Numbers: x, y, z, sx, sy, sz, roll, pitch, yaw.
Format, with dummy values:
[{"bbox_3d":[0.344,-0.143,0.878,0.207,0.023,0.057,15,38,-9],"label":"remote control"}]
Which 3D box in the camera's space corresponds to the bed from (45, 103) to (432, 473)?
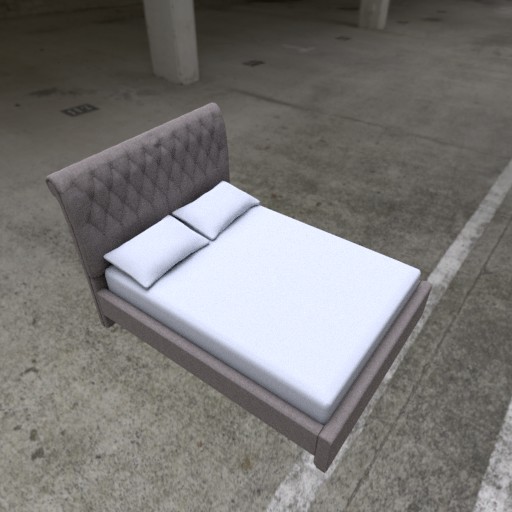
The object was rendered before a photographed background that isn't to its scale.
[{"bbox_3d":[0.000,0.000,3.312,2.252,1.371,1.645,25,45,27],"label":"bed"}]
